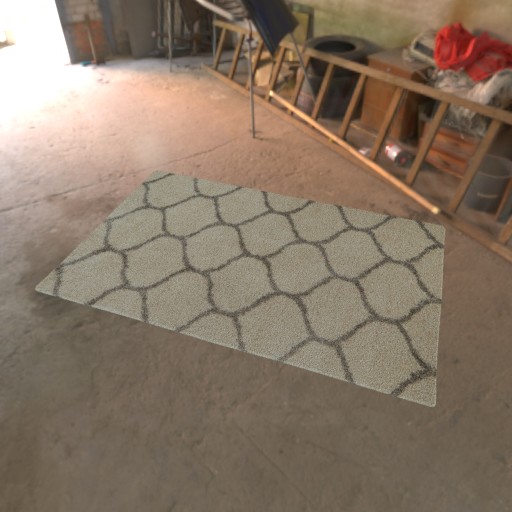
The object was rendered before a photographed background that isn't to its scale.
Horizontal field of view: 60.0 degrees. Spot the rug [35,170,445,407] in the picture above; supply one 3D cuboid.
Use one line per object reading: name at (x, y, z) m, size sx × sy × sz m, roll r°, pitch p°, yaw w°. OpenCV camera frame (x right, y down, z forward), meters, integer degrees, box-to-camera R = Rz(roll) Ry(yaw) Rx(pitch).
rug at (0.000, 0.000, 2.942) m, size 2.348 × 0.024 × 1.501 m, roll 13°, pitch 43°, yaw 15°
